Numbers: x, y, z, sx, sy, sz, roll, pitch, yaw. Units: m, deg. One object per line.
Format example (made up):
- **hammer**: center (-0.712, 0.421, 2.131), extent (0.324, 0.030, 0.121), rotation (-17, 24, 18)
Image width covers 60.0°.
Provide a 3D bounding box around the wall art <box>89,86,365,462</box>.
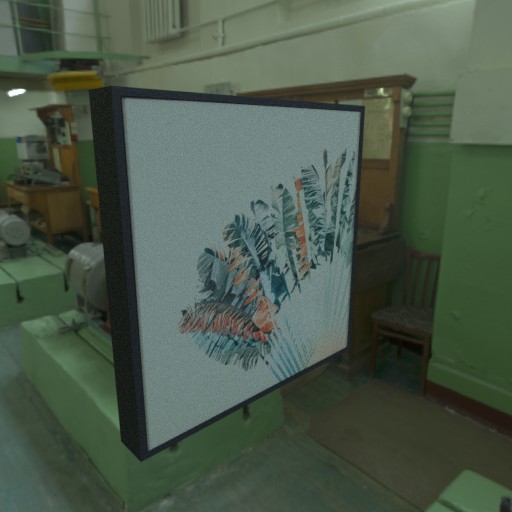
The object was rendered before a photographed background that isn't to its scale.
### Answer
- **wall art**: center (0.000, 0.000, 0.450), extent (0.302, 0.300, 0.036), rotation (-14, 20, -41)
